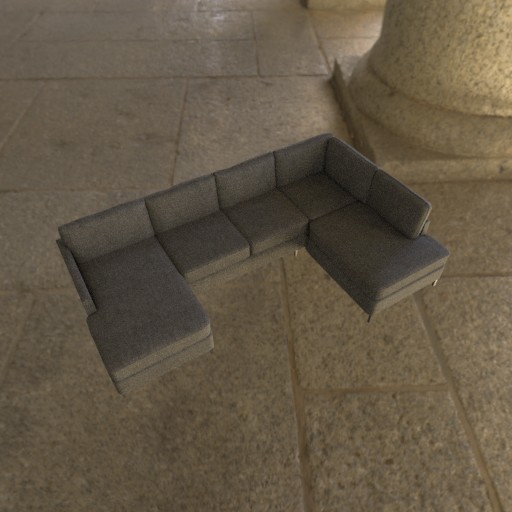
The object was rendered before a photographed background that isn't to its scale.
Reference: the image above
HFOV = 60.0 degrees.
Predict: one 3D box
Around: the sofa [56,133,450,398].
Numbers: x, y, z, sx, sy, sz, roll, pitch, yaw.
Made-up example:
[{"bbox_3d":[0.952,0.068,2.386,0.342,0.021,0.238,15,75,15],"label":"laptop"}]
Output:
[{"bbox_3d":[0.000,0.000,4.491,3.423,0.999,2.048,-24,51,-21],"label":"sofa"}]
